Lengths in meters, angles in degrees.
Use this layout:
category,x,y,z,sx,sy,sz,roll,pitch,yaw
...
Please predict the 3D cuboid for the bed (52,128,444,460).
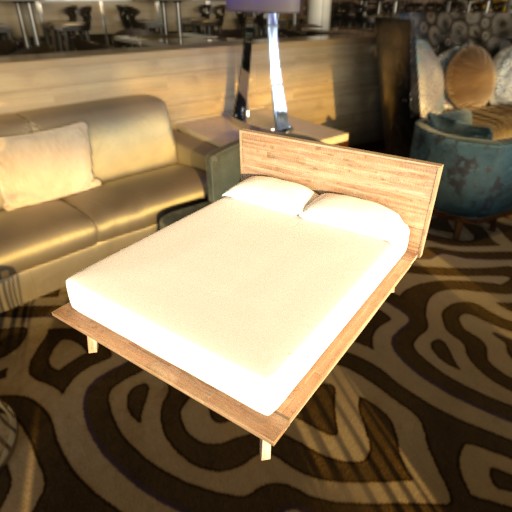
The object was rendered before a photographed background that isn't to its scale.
category,x,y,z,sx,sy,sz,roll,pitch,yaw
bed,0.000,0.000,3.084,1.759,1.071,2.145,19,35,30
